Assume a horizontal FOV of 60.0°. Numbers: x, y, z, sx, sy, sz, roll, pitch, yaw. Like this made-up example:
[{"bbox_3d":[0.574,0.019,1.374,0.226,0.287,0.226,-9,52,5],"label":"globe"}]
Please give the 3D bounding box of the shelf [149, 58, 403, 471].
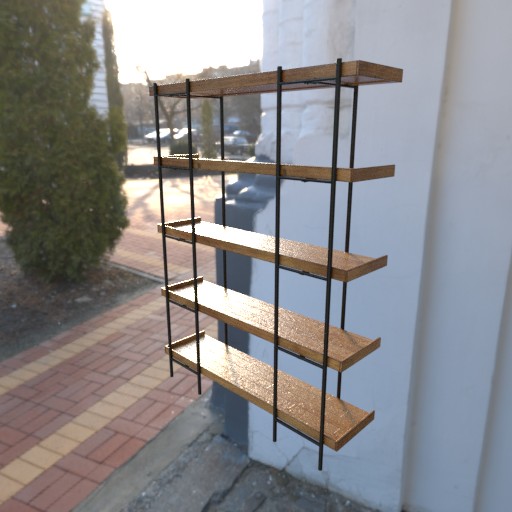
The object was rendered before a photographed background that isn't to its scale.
[{"bbox_3d":[0.000,0.000,2.418,1.371,1.826,0.379,15,21,42],"label":"shelf"}]
